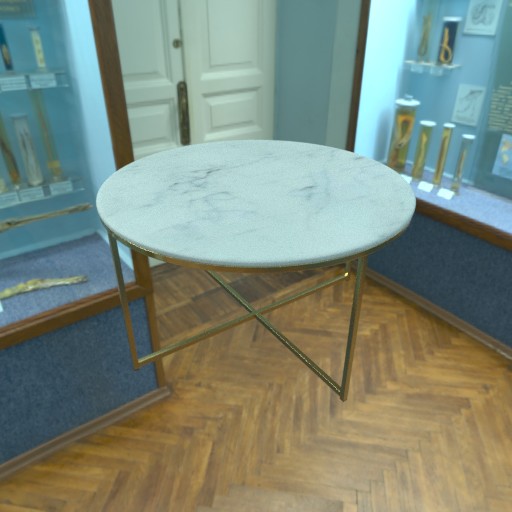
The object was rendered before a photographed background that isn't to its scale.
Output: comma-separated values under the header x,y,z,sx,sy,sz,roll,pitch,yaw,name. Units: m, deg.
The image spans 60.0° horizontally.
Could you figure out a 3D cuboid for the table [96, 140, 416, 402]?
x,y,z,sx,sy,sz,roll,pitch,yaw,name
0.000,0.000,1.272,0.800,0.450,0.800,0,30,0,table
